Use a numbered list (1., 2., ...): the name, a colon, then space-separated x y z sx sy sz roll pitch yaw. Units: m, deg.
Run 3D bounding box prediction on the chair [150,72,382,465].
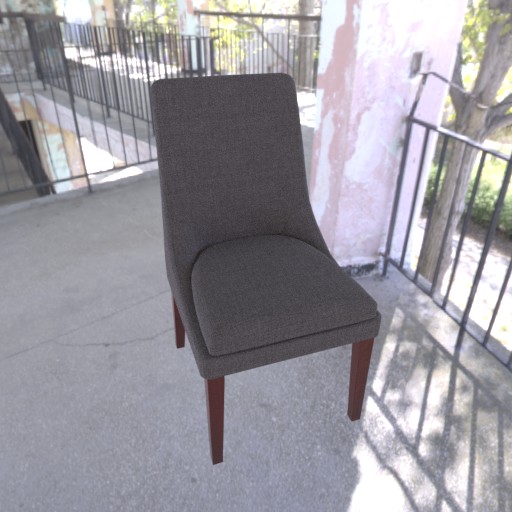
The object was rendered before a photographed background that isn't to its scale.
1. chair: 0.000 0.000 1.354 0.508 0.952 0.655 -10 32 -17
